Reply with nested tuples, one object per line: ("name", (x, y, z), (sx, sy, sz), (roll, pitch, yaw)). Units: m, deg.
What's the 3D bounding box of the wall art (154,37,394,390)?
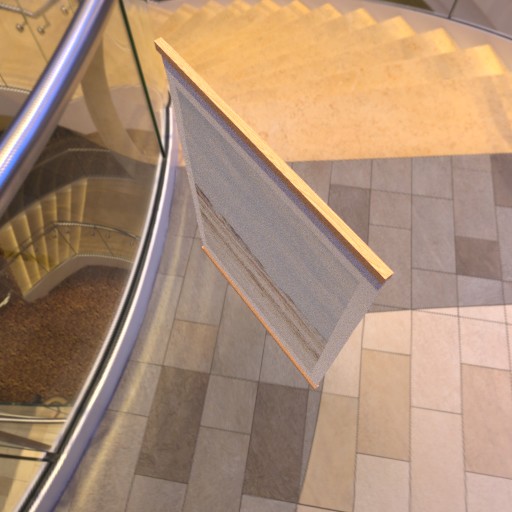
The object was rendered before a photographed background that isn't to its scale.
("wall art", (0.000, 0.000, 1.325), (0.020, 1.016, 0.739), (-34, 68, -16))
